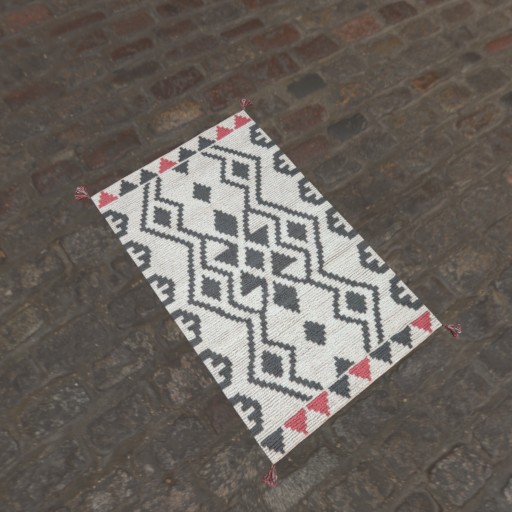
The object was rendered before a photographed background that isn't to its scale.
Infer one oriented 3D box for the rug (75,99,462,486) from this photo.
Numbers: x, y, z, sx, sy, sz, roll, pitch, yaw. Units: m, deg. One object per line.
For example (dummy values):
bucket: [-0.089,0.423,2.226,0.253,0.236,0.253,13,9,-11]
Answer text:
rug: [0.000,0.000,3.355,1.741,0.066,2.672,-34,71,-14]
